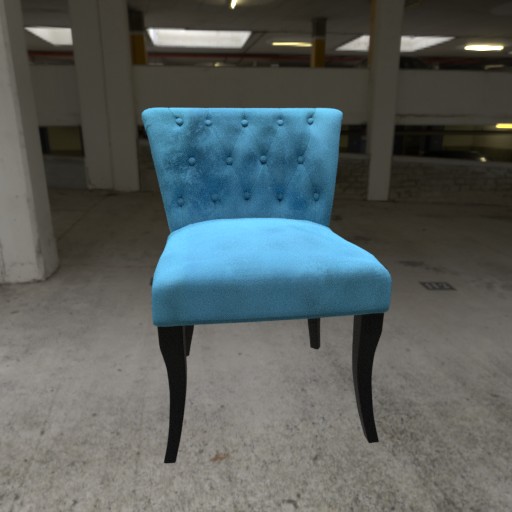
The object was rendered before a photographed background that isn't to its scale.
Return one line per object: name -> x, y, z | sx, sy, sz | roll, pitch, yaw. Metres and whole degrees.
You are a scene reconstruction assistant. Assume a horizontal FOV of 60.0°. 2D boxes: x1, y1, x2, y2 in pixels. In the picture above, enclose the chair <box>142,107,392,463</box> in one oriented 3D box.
chair -> 0.000, 0.000, 1.170 | 0.582, 0.750, 0.605 | -2, 18, -7
